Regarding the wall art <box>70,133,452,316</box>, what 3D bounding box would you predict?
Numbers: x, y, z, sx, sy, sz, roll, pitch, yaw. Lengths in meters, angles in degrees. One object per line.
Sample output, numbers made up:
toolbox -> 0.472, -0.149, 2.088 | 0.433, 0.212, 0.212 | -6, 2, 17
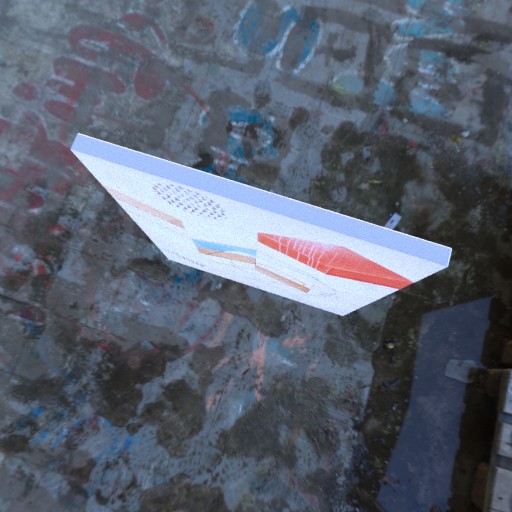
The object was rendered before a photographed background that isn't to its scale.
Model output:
wall art -> 0.000, 0.000, 1.618 | 0.914, 1.221, 0.046 | 18, 78, 4
